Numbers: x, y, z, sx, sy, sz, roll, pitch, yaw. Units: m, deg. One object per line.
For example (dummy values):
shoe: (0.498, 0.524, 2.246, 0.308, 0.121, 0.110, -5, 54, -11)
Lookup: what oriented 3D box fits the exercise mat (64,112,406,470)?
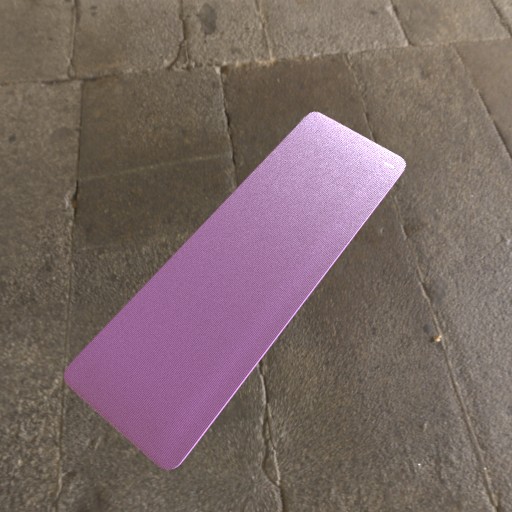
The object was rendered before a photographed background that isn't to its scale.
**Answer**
exercise mat: (0.000, 0.000, 2.074, 0.616, 0.021, 1.869, 34, 68, 16)
